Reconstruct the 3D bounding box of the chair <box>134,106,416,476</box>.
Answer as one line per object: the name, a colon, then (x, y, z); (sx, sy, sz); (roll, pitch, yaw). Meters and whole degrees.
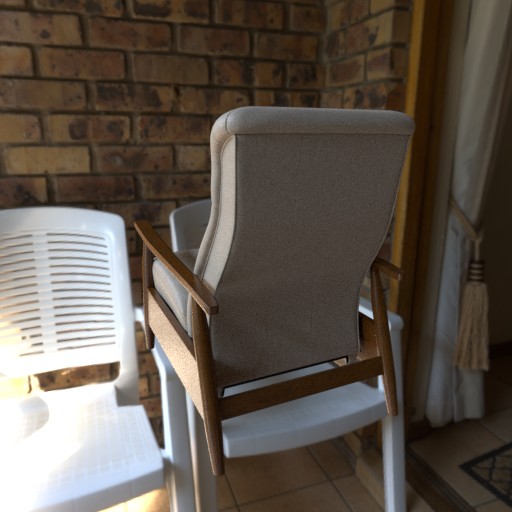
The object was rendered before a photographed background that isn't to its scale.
chair: (0.000, 0.000, 1.785); (0.762, 1.082, 1.030); (-7, 17, -25)
